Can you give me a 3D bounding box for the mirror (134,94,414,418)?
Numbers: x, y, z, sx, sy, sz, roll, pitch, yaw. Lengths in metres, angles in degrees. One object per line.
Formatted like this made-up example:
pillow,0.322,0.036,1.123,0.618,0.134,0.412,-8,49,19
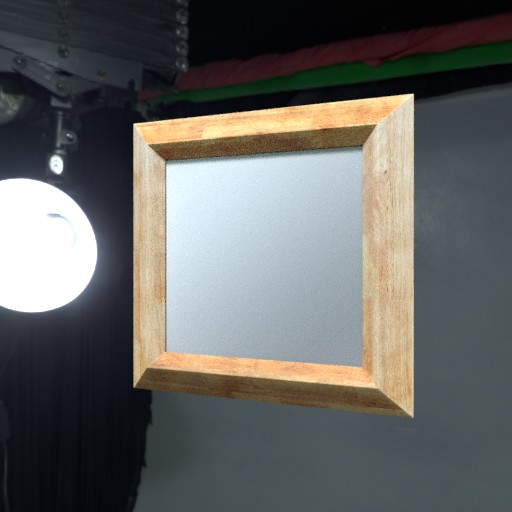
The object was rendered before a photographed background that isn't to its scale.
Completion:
mirror,0.000,0.000,0.970,0.651,0.651,0.047,0,0,18
